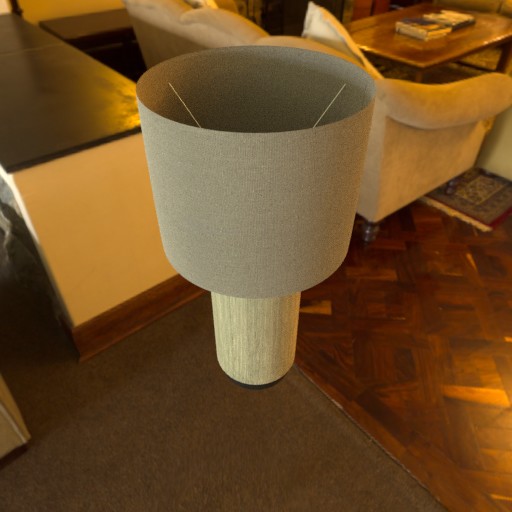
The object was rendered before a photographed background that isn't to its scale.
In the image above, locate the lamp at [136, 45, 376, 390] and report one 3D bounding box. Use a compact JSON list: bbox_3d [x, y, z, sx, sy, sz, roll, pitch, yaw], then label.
[{"bbox_3d":[0.000,0.000,0.570,0.228,0.444,0.228,1,41,1],"label":"lamp"}]
